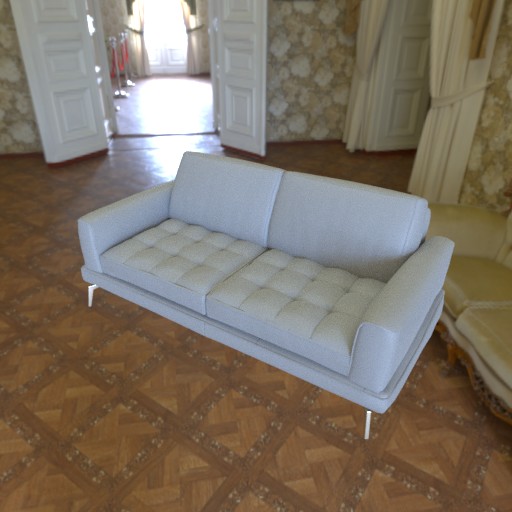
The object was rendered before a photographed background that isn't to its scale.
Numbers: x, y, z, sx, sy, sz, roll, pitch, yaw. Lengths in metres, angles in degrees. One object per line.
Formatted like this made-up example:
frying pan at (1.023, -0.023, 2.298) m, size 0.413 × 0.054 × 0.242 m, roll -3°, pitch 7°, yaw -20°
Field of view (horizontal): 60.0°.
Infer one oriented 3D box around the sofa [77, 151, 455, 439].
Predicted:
sofa at (0.000, 0.000, 2.790) m, size 2.177 × 0.930 × 1.121 m, roll 18°, pitch 33°, yaw 29°
